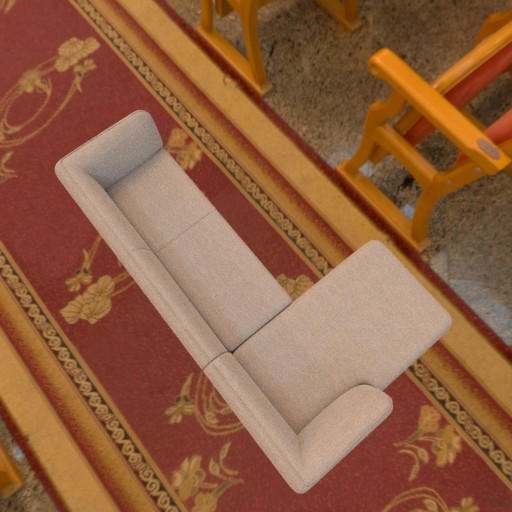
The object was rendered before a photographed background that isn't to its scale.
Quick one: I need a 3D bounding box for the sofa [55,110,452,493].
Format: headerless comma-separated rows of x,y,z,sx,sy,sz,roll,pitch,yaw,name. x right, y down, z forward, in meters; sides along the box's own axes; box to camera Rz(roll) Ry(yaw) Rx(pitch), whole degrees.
0.000,0.000,3.193,1.532,0.693,2.653,-38,77,-10,sofa
